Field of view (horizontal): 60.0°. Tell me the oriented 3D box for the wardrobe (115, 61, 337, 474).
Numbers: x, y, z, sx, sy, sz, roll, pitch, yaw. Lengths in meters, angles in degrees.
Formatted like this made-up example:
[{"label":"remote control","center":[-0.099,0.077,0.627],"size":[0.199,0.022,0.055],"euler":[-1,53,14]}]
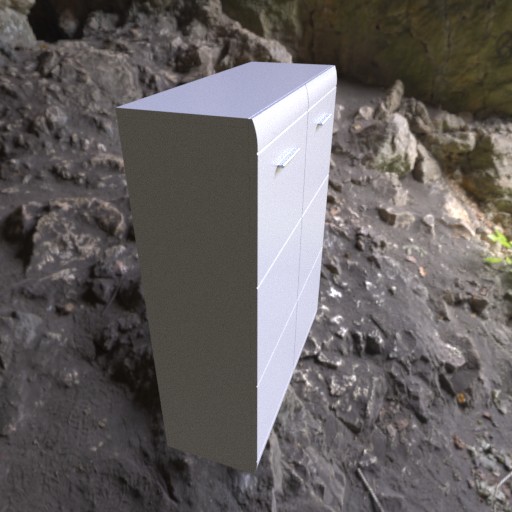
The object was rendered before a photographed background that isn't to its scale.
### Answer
[{"label":"wardrobe","center":[0.000,0.000,1.620],"size":[0.360,1.200,0.900],"euler":[10,32,17]}]
